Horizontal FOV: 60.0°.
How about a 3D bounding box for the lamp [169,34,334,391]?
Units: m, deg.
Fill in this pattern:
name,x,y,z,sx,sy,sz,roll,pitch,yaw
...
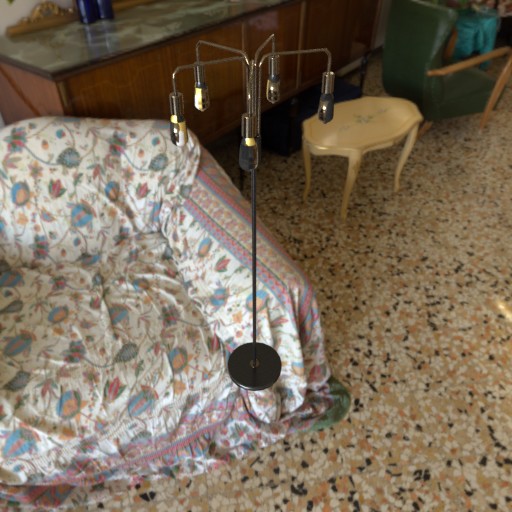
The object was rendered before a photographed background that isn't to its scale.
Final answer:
name,x,y,z,sx,sy,sz,roll,pitch,yaw
lamp,0.000,0.000,1.993,0.572,1.721,0.599,1,41,1
